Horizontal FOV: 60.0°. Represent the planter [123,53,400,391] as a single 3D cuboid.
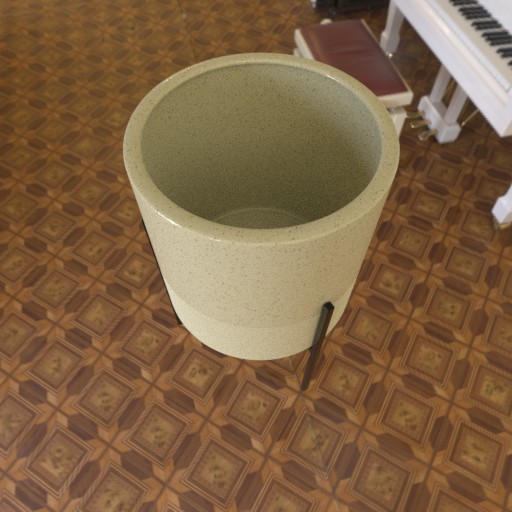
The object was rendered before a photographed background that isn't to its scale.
[{"bbox_3d":[0.000,0.000,0.541,0.243,0.390,0.234,-2,57,-1],"label":"planter"}]
